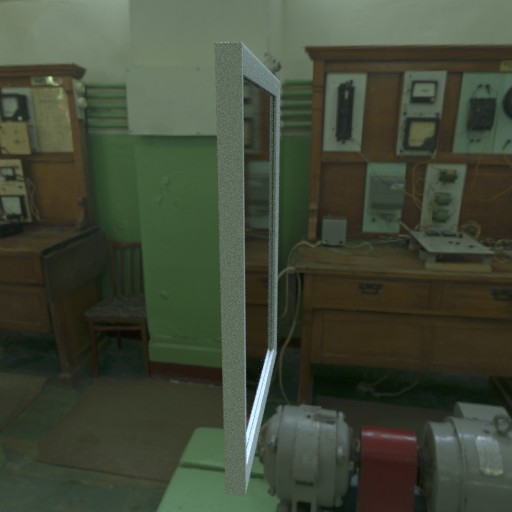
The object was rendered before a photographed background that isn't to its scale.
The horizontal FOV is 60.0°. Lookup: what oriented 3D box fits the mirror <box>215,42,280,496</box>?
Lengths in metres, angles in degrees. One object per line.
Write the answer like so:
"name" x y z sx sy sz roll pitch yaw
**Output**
"mirror" 0.000 0.000 0.903 0.040 0.710 0.507 2 16 8
